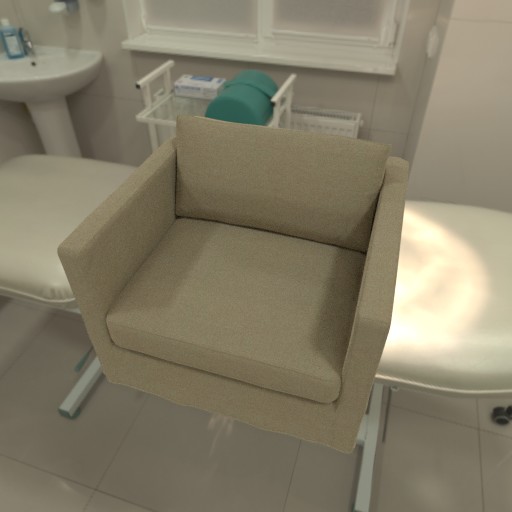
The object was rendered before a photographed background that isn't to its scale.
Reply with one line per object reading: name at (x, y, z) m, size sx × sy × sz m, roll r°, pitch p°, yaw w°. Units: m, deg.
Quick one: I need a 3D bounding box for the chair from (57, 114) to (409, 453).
chair at (0.000, 0.000, 1.759) m, size 1.057 × 0.863 × 0.949 m, roll 12°, pitch 42°, yaw 13°
